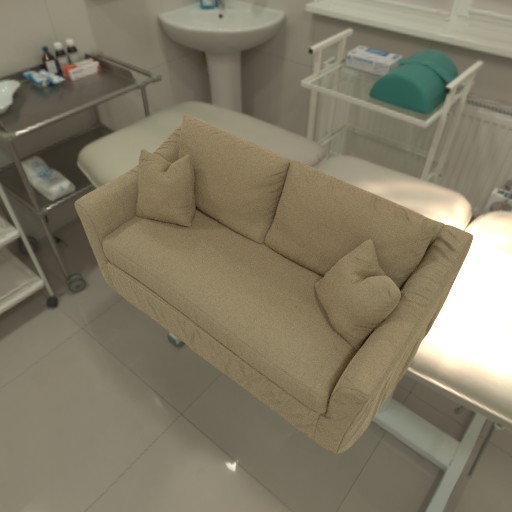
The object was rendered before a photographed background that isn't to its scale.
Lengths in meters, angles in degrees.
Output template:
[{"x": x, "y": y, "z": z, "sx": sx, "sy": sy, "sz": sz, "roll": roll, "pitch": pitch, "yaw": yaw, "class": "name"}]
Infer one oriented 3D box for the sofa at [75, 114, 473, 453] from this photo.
[{"x": 0.000, "y": 0.000, "z": 2.627, "sx": 2.010, "sy": 1.018, "sz": 1.072, "roll": 30, "pitch": 52, "yaw": 27, "class": "sofa"}]
